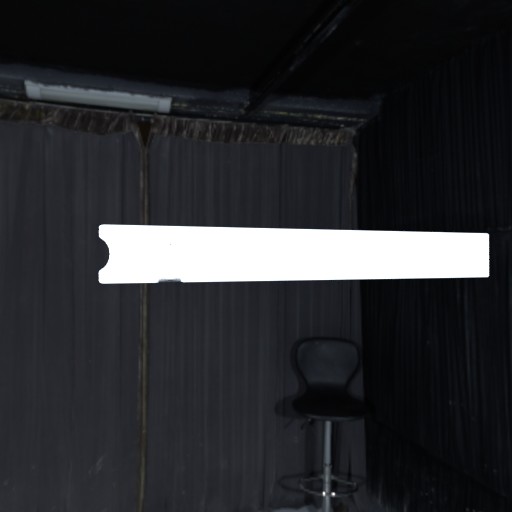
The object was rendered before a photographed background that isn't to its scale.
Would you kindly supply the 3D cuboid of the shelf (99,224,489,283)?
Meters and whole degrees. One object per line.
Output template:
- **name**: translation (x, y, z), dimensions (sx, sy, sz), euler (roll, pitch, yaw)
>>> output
- **shelf**: translation (0.000, 0.000, 0.447), dimensions (0.296, 0.035, 0.296), euler (0, 0, -19)
